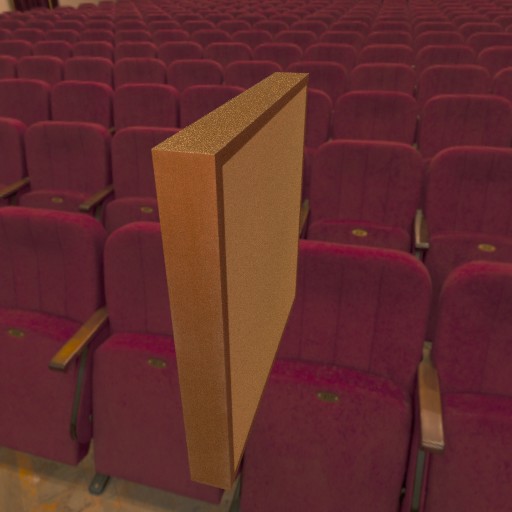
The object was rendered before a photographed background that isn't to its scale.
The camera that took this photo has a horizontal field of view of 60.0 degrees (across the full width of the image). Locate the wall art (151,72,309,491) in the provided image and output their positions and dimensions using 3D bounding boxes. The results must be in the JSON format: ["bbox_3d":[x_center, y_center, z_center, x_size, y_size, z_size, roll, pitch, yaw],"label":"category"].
[{"bbox_3d":[0.000,0.000,0.448,0.038,0.305,0.306,8,31,13],"label":"wall art"}]
